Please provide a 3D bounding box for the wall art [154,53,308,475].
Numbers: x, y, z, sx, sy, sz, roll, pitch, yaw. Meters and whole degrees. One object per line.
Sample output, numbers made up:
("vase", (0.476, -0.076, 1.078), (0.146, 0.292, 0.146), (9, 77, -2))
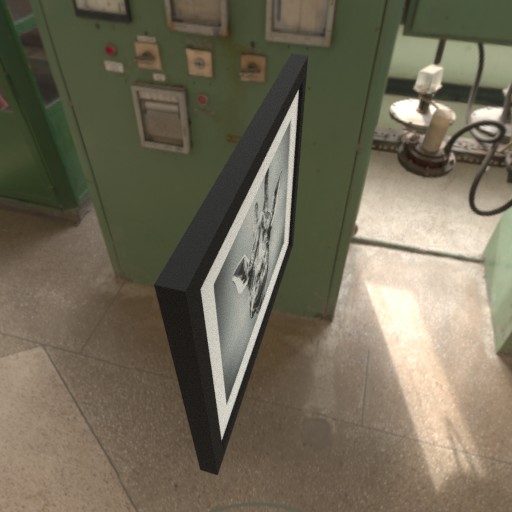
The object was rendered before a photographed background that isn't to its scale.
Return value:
("wall art", (0.000, 0.000, 0.746), (0.031, 0.457, 0.558), (11, 46, 11))
